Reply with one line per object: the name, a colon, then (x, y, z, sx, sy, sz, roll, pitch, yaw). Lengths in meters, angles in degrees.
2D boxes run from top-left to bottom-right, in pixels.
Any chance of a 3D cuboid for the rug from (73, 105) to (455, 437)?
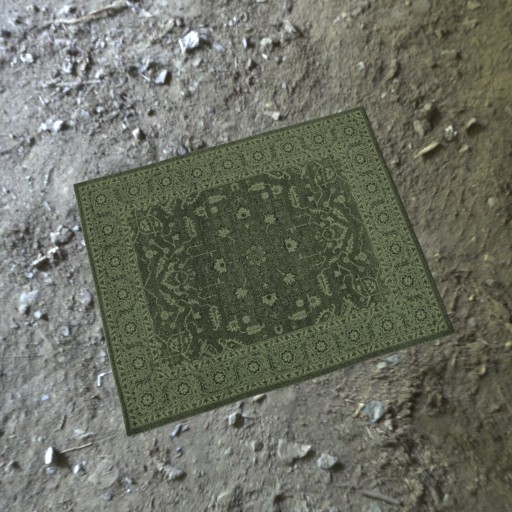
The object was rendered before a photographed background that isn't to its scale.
rug: (0.000, 0.000, 4.210, 3.069, 0.026, 2.451, -16, 76, -4)
